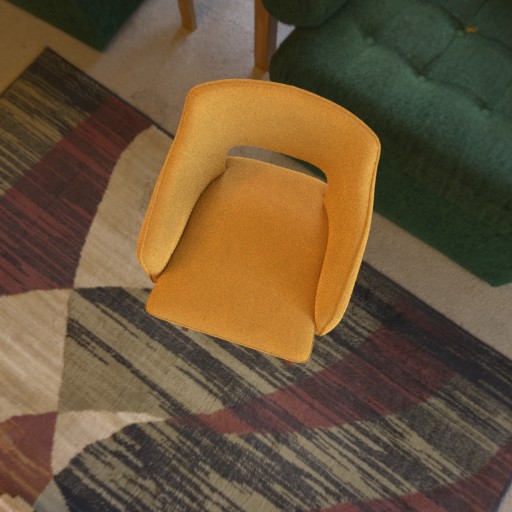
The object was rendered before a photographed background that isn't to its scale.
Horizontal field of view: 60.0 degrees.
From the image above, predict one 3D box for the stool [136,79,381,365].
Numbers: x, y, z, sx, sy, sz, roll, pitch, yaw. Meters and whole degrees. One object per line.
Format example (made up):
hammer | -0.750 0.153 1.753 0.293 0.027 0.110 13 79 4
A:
stool | 0.000 0.000 1.387 0.548 1.012 0.558 17 76 4
